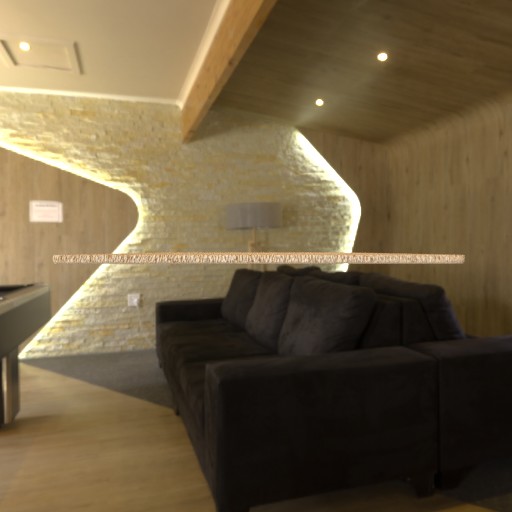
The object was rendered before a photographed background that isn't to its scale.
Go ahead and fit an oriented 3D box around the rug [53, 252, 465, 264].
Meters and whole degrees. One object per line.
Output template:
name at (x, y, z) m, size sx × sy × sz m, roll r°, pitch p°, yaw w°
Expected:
rug at (0.000, 0.000, 2.065) m, size 1.199 × 0.025 × 1.600 m, roll 0°, pitch 1°, yaw -1°
